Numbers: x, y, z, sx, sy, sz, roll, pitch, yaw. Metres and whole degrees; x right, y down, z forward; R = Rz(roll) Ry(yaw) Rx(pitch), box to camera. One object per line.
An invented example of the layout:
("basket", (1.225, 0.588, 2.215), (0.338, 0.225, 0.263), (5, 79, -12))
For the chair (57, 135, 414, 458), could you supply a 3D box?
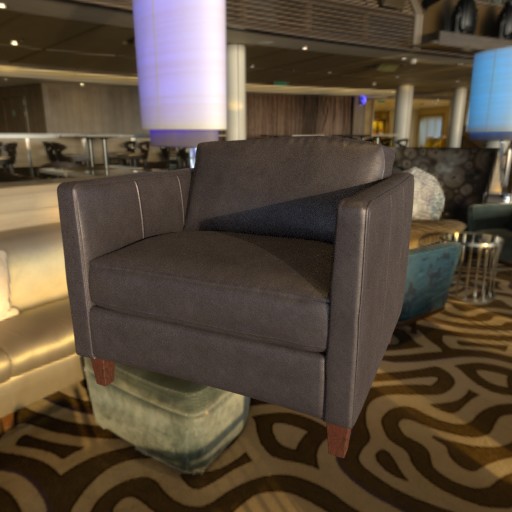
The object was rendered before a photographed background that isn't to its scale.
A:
("chair", (0.000, 0.000, 1.547), (0.939, 0.811, 0.862), (7, 17, 24))
